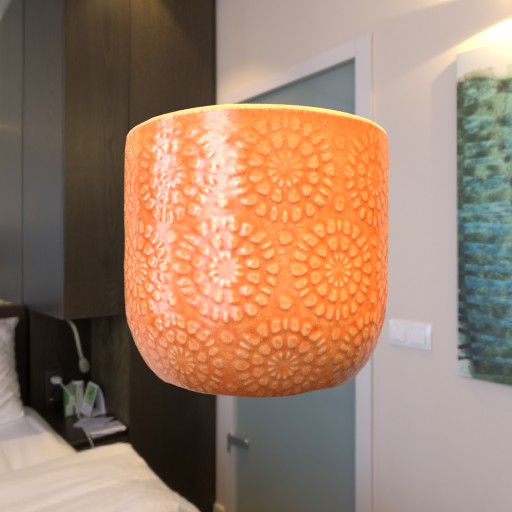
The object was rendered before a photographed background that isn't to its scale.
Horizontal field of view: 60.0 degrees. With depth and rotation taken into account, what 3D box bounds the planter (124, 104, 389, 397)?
[{"bbox_3d":[0.000,0.000,0.290,0.170,0.152,0.170,0,0,0],"label":"planter"}]
